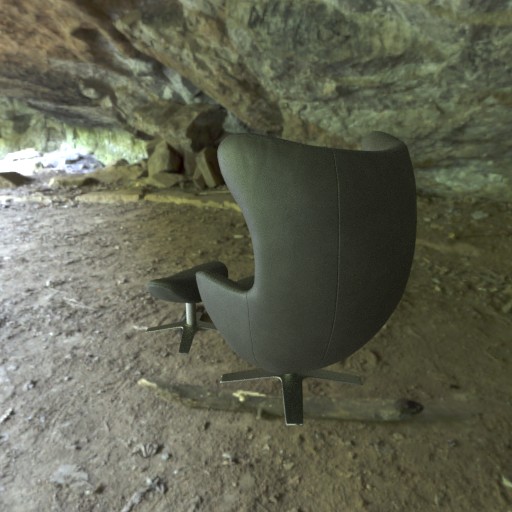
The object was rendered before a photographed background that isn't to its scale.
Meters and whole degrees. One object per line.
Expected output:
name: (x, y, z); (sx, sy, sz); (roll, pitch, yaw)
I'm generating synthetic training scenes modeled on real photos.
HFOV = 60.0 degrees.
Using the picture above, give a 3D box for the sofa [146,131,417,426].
sofa: (0.000, 0.000, 2.090); (0.894, 1.135, 1.444); (-15, 22, -41)
